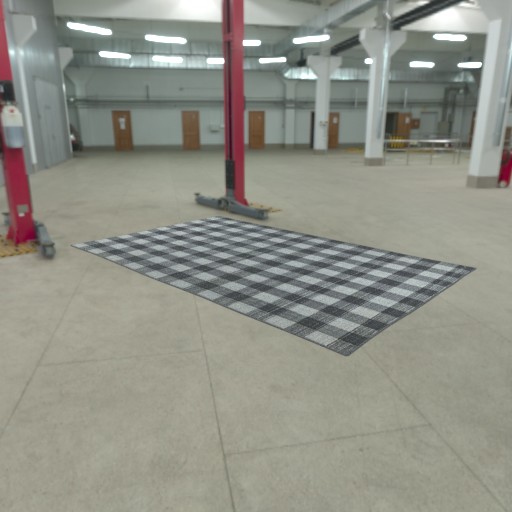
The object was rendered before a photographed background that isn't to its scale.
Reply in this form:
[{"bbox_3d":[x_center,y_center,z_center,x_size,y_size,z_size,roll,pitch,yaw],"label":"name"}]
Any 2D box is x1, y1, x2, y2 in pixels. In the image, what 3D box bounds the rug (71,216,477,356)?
[{"bbox_3d":[0.000,0.000,3.144,2.476,0.011,1.554,15,22,41],"label":"rug"}]
